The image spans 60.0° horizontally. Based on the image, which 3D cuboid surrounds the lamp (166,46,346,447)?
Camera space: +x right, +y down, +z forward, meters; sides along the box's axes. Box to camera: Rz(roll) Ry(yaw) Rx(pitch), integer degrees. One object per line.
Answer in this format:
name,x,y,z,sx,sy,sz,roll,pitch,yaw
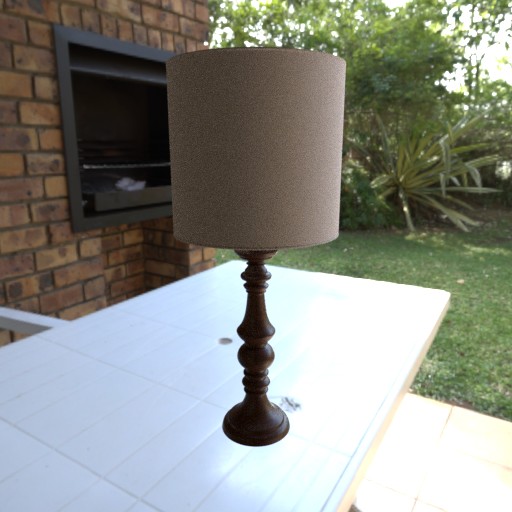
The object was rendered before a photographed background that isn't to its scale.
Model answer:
lamp,0.000,0.000,0.692,0.250,0.597,0.250,7,15,26
